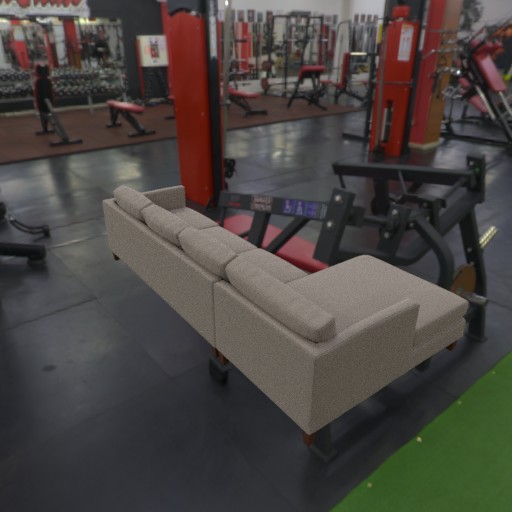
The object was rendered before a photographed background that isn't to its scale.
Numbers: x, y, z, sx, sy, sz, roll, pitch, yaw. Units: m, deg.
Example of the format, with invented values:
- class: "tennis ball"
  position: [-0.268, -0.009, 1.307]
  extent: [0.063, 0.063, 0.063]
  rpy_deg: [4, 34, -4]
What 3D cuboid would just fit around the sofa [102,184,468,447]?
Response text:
- class: "sofa"
  position: [0.000, 0.000, 3.990]
  extent: [1.625, 0.846, 3.186]
  rpy_deg: [-18, 31, -33]
